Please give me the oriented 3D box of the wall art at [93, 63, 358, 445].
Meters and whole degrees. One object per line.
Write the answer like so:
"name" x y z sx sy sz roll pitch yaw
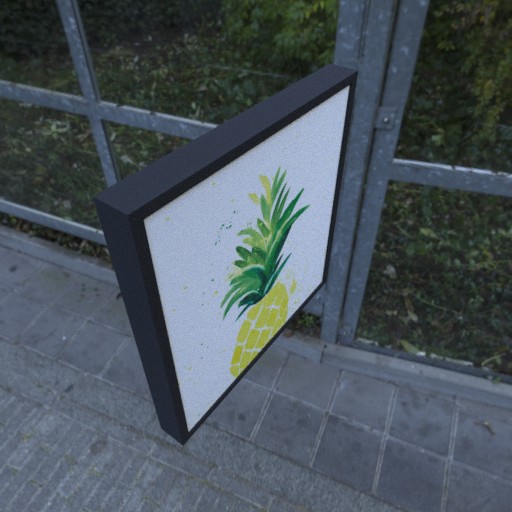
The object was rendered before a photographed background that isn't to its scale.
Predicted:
"wall art" 0.000 0.000 0.467 0.033 0.304 0.305 26 48 26
